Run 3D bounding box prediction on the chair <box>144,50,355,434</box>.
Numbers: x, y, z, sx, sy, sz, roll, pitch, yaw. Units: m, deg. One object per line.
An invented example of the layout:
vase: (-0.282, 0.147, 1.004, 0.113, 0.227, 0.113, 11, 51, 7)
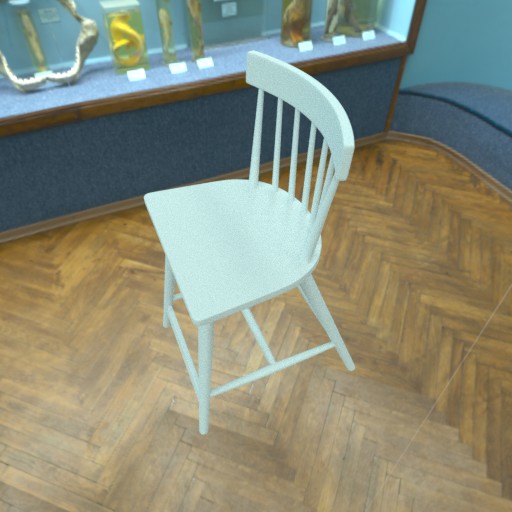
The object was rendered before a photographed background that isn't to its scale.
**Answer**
chair: (0.000, 0.000, 1.268, 0.572, 0.952, 0.483, -17, 49, -16)
